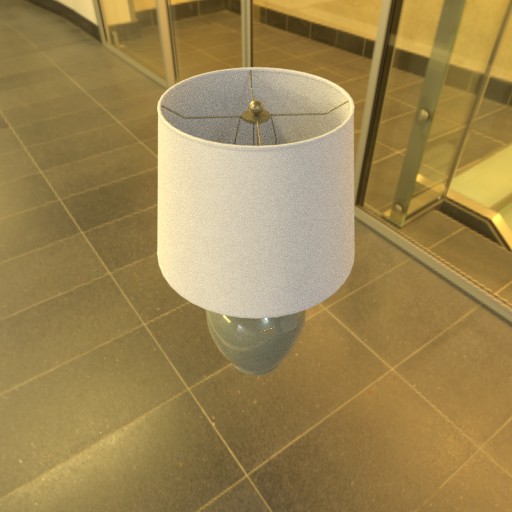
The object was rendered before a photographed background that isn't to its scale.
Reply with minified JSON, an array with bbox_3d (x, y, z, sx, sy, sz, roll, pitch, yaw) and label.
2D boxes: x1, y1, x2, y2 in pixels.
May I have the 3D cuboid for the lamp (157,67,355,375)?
[{"bbox_3d":[0.000,0.000,0.559,0.239,0.399,0.239,0,41,0],"label":"lamp"}]
